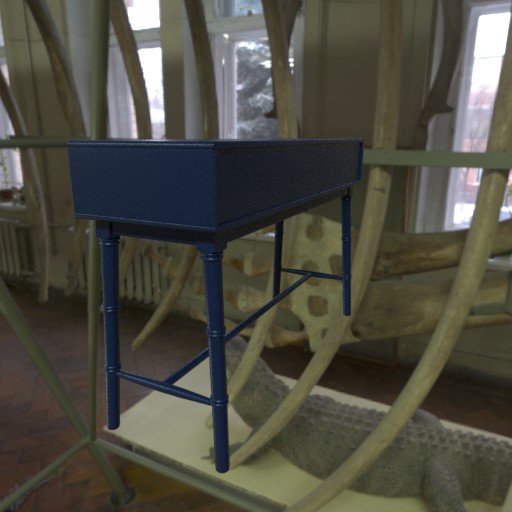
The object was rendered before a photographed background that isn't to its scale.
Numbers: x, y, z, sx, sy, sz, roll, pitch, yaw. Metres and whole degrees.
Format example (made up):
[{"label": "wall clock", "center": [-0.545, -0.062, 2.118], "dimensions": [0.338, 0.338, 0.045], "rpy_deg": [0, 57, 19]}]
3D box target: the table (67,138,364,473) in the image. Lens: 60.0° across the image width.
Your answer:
[{"label": "table", "center": [0.000, 0.000, 1.470], "dimensions": [0.399, 0.749, 1.118], "rpy_deg": [8, 17, 26]}]
